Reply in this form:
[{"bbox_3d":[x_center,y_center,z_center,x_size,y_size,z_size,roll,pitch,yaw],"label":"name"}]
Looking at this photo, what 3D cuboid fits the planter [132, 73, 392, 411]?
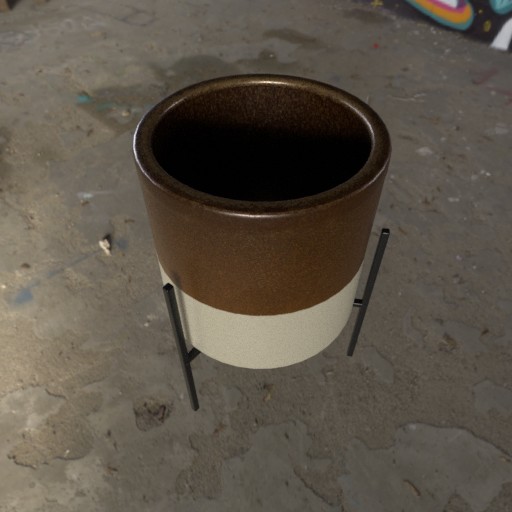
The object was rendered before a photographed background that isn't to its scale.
[{"bbox_3d":[0.000,0.000,0.567,0.255,0.375,0.269,-16,49,-15],"label":"planter"}]
